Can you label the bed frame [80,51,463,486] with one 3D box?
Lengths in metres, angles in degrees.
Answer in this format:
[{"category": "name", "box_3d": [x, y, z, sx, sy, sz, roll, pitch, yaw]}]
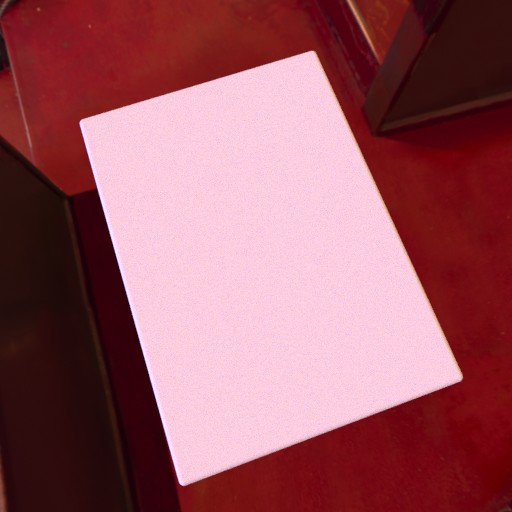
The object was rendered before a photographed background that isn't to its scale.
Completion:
[{"category": "bed frame", "box_3d": [0.000, 0.000, 2.575, 1.408, 0.659, 1.956, -19, 76, -5]}]
